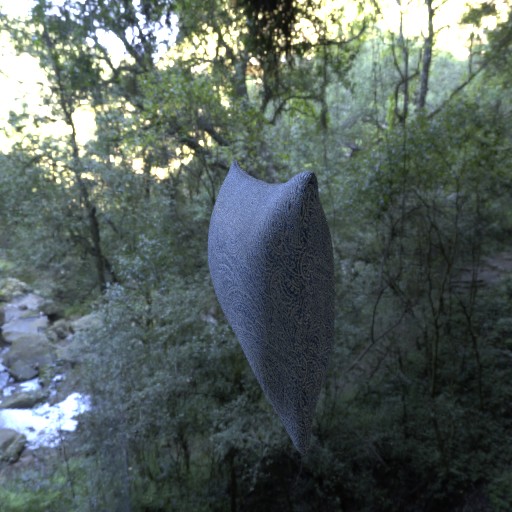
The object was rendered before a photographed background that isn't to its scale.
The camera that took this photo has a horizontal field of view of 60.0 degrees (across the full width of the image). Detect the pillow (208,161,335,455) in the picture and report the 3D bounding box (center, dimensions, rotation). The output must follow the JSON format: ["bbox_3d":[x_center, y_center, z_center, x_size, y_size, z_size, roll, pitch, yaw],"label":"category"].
[{"bbox_3d":[0.000,0.000,0.721,0.151,0.295,0.615,-2,13,-9],"label":"pillow"}]
